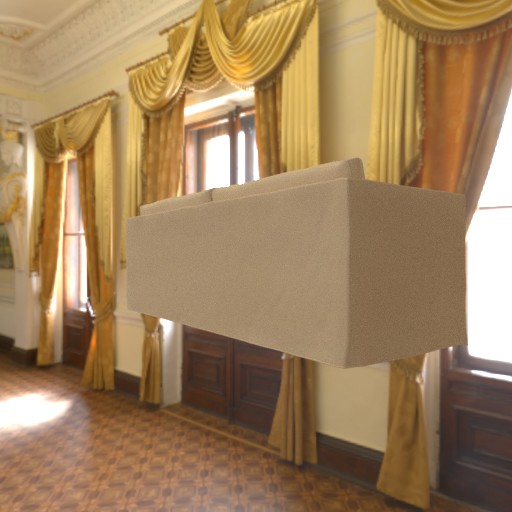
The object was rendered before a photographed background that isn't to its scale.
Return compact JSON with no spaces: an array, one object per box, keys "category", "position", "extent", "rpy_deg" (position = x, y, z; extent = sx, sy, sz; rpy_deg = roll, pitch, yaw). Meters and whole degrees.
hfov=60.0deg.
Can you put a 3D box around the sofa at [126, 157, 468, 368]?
[{"category":"sofa","position":[0.000,0.000,3.335],"extent":[1.036,0.999,2.779],"rpy_deg":[0,0,-36]}]
